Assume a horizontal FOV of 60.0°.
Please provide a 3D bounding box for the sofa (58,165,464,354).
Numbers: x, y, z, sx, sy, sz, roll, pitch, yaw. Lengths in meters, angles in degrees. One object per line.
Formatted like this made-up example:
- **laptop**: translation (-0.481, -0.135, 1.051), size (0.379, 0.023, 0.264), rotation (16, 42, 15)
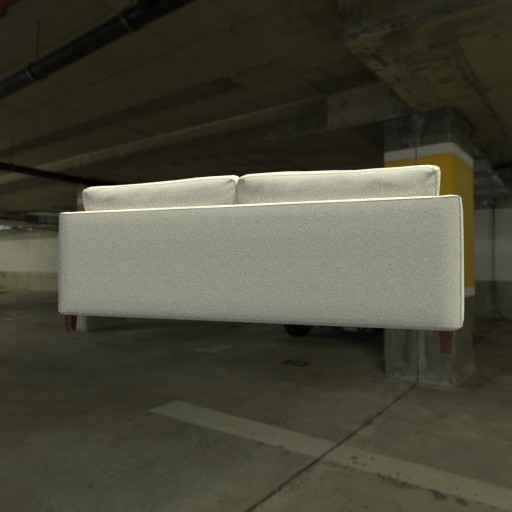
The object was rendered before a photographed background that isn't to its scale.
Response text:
- **sofa**: translation (0.000, 0.000, 2.877), size (2.361, 0.962, 0.951), rotation (0, -1, 18)
